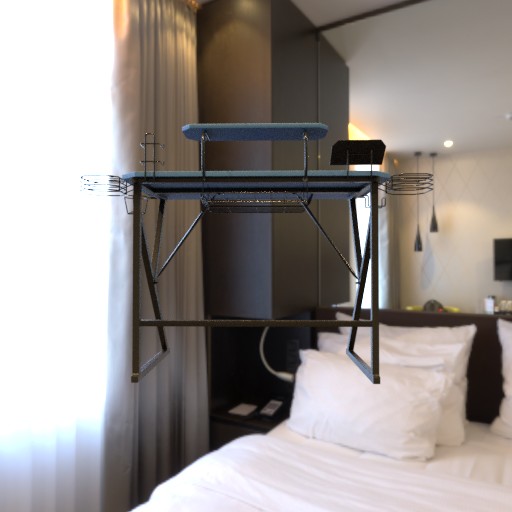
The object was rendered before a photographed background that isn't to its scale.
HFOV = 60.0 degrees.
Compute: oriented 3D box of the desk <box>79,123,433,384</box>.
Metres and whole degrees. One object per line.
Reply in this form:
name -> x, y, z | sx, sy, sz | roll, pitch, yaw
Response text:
desk -> 0.000, 0.000, 1.808 | 1.295, 0.909, 0.594 | 0, -1, 1
